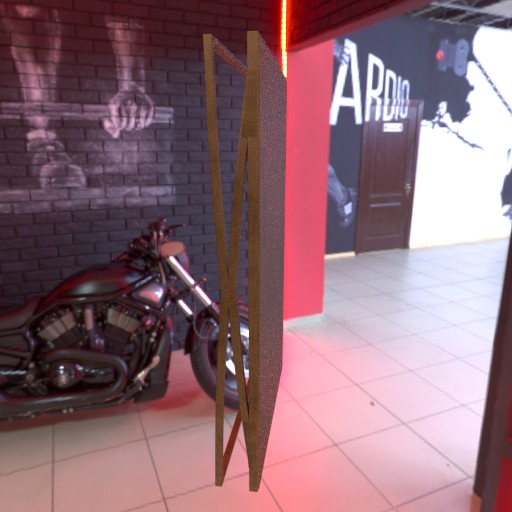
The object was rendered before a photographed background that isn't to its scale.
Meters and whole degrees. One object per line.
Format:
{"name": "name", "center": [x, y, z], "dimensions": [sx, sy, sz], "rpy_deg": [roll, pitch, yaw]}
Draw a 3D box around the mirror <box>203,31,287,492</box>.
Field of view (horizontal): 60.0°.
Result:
{"name": "mirror", "center": [0.000, 0.000, 0.942], "dimensions": [0.082, 0.768, 0.468], "rpy_deg": [2, 14, 8]}
